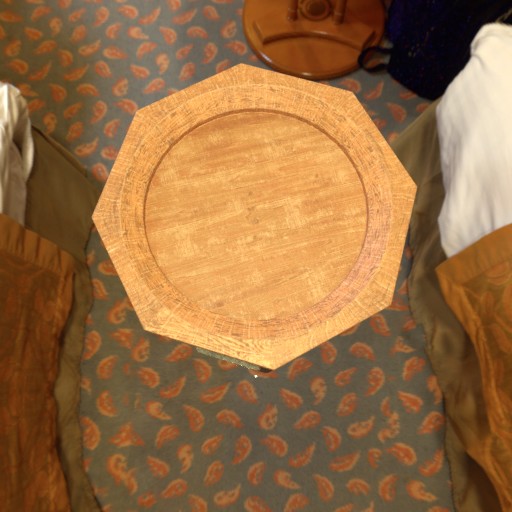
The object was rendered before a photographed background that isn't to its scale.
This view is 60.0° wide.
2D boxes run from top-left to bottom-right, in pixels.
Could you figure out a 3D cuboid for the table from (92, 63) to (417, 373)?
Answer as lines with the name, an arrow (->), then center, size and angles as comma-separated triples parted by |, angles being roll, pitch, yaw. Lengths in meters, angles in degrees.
table -> 0.000, 0.000, 0.857 | 0.437, 0.553, 0.437 | 38, 78, 10
